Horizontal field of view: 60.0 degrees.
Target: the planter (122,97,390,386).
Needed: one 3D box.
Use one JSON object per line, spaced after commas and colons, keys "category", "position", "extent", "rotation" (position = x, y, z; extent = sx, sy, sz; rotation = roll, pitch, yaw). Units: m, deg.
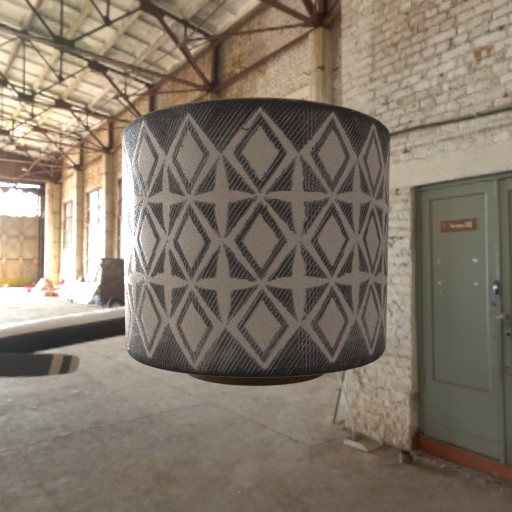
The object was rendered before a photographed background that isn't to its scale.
{"category": "planter", "position": [0.000, 0.000, 0.329], "extent": [0.192, 0.165, 0.192], "rotation": [0, -2, 0]}
